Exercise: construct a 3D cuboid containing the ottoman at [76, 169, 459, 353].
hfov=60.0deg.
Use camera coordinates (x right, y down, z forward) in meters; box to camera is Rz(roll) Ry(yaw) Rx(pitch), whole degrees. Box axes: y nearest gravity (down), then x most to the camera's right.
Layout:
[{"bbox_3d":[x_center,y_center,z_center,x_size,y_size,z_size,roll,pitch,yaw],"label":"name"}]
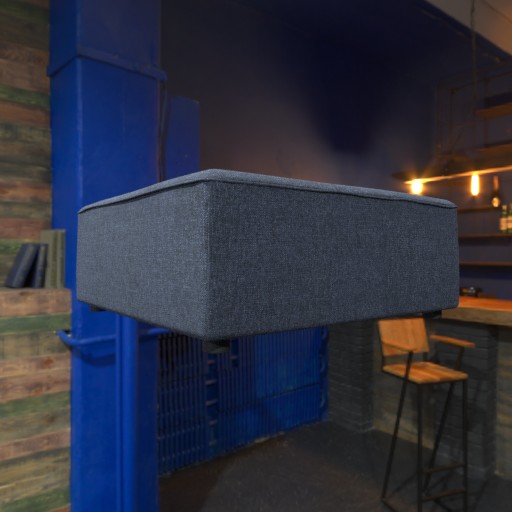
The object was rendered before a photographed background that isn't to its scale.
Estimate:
[{"bbox_3d":[0.000,0.000,1.610,1.017,0.423,1.023,0,1,-36],"label":"ottoman"}]
